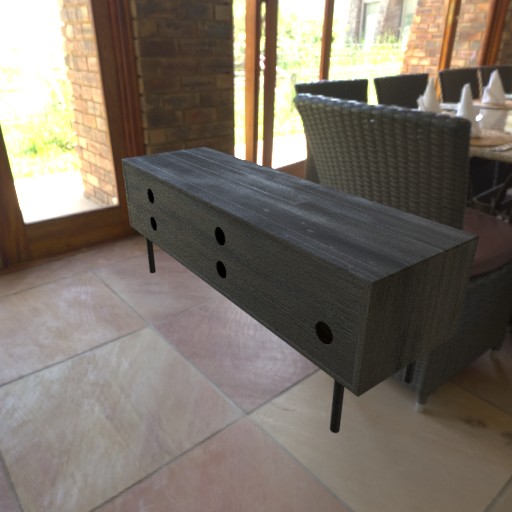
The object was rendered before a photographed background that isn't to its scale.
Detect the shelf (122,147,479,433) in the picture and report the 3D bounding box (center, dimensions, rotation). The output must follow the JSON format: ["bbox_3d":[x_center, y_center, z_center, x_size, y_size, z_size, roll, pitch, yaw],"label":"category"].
[{"bbox_3d":[0.000,0.000,1.551,0.400,0.495,1.300,-18,31,-33],"label":"shelf"}]
